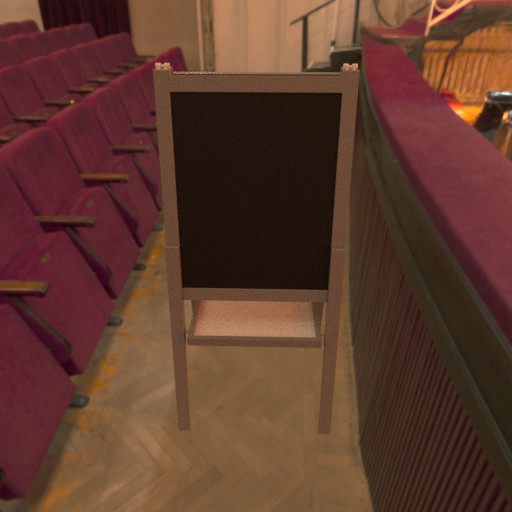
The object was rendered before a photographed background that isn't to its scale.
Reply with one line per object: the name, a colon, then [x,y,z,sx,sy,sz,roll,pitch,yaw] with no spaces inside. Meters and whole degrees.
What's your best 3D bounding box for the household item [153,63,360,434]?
household item: [0.000,0.000,1.457,0.531,1.172,0.469,1,31,1]
